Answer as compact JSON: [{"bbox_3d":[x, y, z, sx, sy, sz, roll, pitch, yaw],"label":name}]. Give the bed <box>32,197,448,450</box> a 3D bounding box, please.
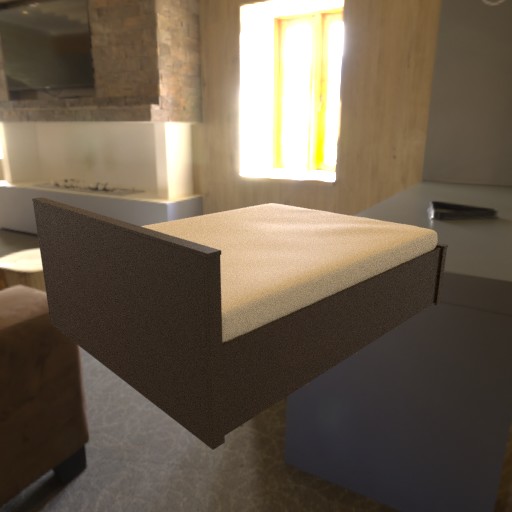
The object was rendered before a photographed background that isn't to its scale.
[{"bbox_3d":[0.000,0.000,2.892,1.634,0.808,2.103,16,23,43],"label":"bed"}]
